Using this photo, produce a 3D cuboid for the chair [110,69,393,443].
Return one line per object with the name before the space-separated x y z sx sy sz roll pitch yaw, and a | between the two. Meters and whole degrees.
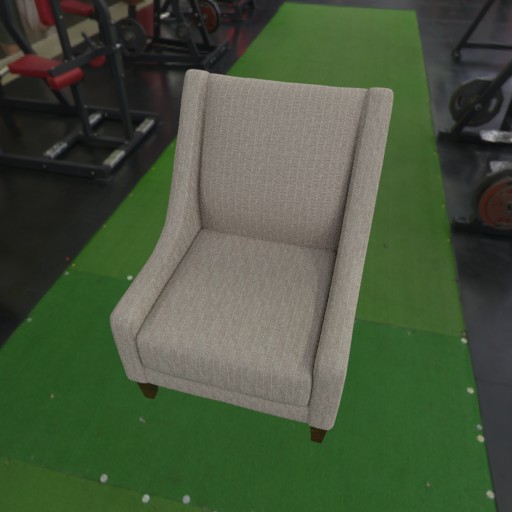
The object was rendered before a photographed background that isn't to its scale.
chair | 0.000 0.000 1.618 0.774 1.014 0.870 10 42 12
